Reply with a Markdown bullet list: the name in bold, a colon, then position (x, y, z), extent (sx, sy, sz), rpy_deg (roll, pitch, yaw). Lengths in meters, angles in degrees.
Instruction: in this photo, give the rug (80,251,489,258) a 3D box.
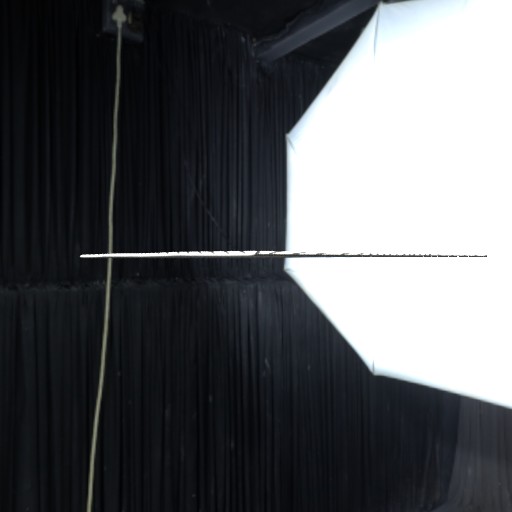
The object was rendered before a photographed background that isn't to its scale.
- **rug**: position (0.000, 0.000, 3.213), extent (1.829, 0.028, 2.449), rpy_deg (0, 0, -36)
